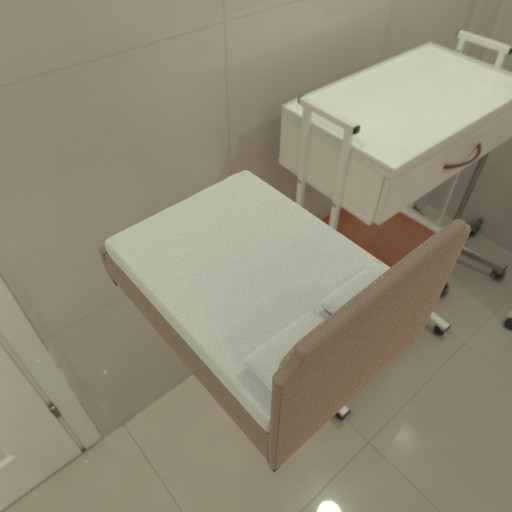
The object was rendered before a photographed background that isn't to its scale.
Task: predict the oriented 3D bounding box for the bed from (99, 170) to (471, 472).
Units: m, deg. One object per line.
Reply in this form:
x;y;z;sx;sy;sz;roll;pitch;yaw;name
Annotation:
0.000;0.000;3.508;1.713;1.443;2.372;-32;54;-27;bed
